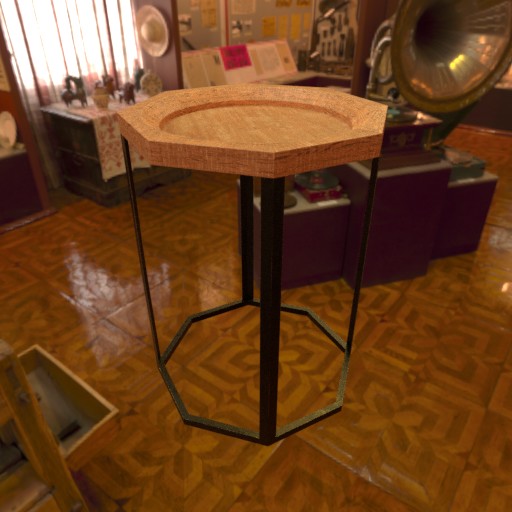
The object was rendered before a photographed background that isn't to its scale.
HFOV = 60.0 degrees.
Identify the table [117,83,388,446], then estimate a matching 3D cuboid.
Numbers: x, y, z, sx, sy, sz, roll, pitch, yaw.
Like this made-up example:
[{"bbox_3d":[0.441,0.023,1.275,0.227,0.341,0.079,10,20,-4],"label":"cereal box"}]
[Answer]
[{"bbox_3d":[0.000,0.000,0.855,0.437,0.553,0.437,23,38,33],"label":"table"}]
